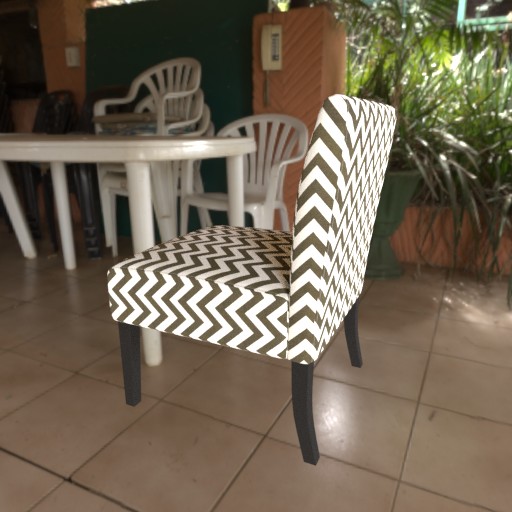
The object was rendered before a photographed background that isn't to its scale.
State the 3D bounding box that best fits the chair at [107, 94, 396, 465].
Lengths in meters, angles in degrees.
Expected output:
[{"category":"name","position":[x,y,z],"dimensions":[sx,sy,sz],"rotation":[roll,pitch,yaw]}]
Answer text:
[{"category":"chair","position":[0.000,0.000,1.284],"dimensions":[0.648,0.838,0.589],"rotation":[8,18,24]}]
